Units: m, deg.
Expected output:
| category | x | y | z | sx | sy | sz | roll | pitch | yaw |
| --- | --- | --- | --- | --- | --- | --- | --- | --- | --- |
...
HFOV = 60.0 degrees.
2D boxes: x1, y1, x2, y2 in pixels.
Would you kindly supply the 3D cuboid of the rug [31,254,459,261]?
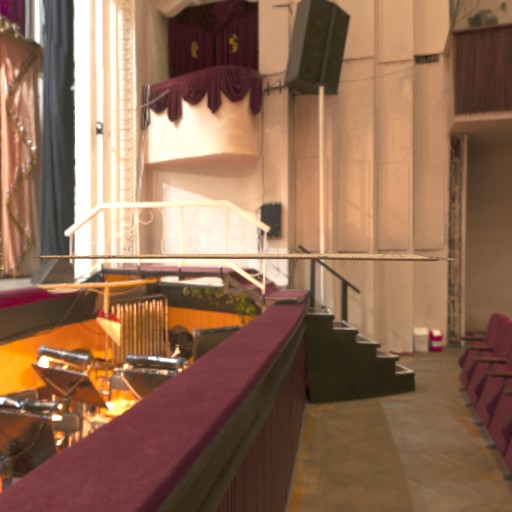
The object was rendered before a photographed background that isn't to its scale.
| category | x | y | z | sx | sy | sz | roll | pitch | yaw |
| --- | --- | --- | --- | --- | --- | --- | --- | --- | --- |
| rug | 0.000 | 0.000 | 3.916 | 3.027 | 0.028 | 2.125 | 0 | 1 | 17 |
